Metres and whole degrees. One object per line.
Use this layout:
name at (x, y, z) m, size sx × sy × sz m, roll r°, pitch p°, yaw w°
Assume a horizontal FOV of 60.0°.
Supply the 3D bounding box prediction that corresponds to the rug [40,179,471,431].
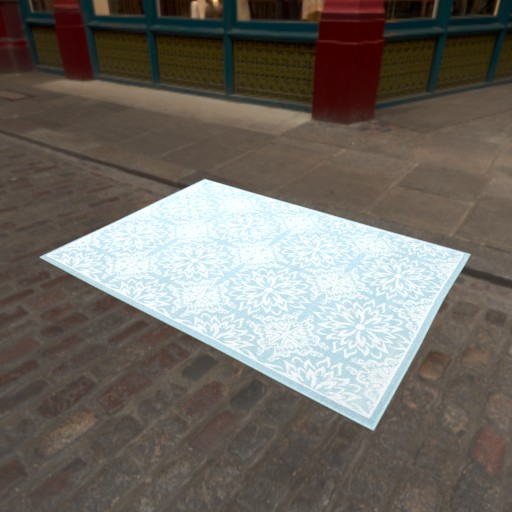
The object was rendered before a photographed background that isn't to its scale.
rug at (0.000, 0.000, 2.788) m, size 2.205 × 0.014 × 1.589 m, roll 20°, pitch 37°, yaw 29°
